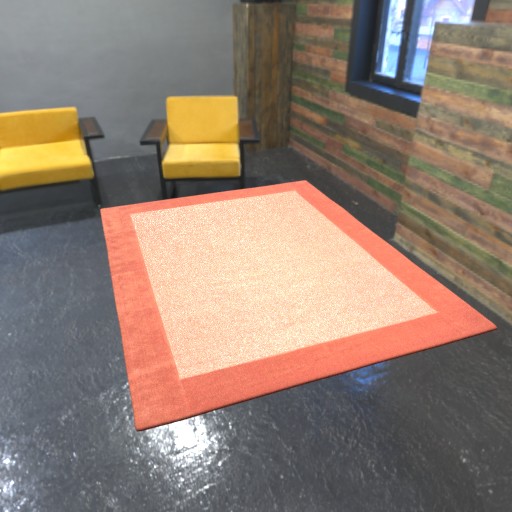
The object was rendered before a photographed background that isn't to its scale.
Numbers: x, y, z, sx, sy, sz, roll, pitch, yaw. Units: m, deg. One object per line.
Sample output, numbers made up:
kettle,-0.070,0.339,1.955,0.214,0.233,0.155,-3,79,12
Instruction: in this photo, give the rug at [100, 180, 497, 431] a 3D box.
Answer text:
rug,0.000,0.000,3.858,2.430,0.018,2.976,-11,32,-17
